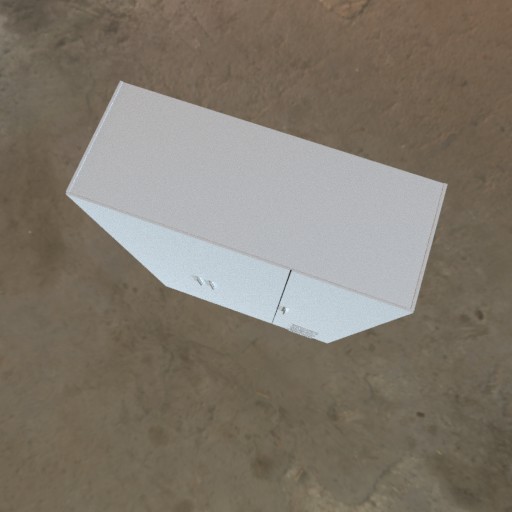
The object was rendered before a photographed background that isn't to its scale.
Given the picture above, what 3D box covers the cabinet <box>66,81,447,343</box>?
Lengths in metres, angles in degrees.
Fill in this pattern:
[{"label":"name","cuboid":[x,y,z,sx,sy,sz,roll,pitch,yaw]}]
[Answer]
[{"label":"cabinet","cuboid":[0.000,0.000,2.523,1.290,1.910,0.510,19,77,5]}]
